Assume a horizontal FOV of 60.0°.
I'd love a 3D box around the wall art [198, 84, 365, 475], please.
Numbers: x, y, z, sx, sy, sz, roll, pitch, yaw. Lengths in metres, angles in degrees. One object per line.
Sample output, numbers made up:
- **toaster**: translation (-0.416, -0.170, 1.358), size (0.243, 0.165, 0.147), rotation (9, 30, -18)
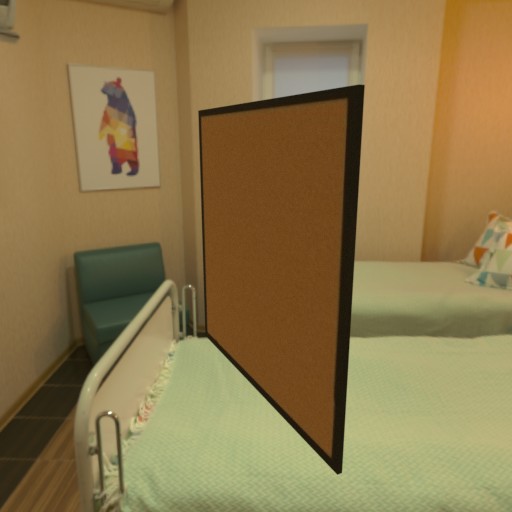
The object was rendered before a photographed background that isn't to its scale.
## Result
- **wall art**: translation (0.000, 0.000, 1.249), size (0.013, 0.823, 0.823), rotation (-7, 16, -26)
